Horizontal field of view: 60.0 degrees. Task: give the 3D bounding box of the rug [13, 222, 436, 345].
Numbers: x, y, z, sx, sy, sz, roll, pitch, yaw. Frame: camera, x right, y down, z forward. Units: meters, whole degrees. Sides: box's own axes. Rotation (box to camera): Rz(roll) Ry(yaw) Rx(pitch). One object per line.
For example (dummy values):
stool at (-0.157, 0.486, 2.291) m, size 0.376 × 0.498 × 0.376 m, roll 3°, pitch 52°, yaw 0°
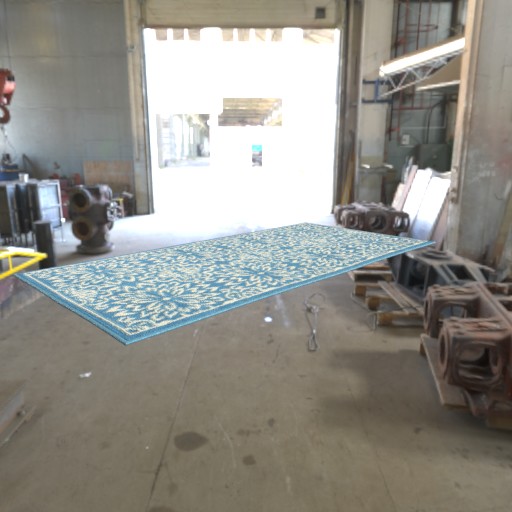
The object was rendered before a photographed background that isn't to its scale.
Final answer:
rug at (0.000, 0.000, 1.382) m, size 1.219 × 0.007 × 0.604 m, roll -13°, pitch 19°, yaw -43°
